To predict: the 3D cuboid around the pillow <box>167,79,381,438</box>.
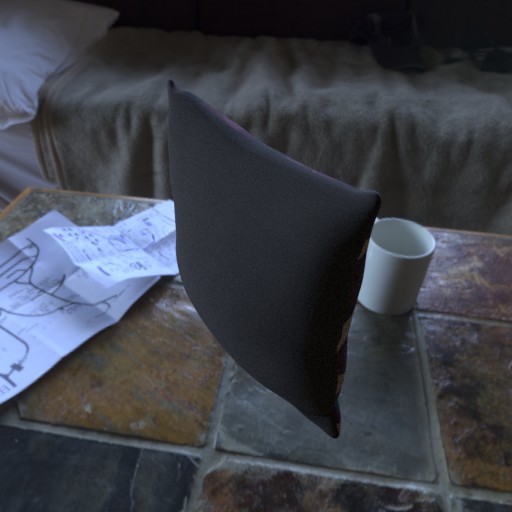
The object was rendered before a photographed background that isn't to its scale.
[{"bbox_3d":[0.000,0.000,0.778,0.208,0.496,0.503,-25,46,-27],"label":"pillow"}]
